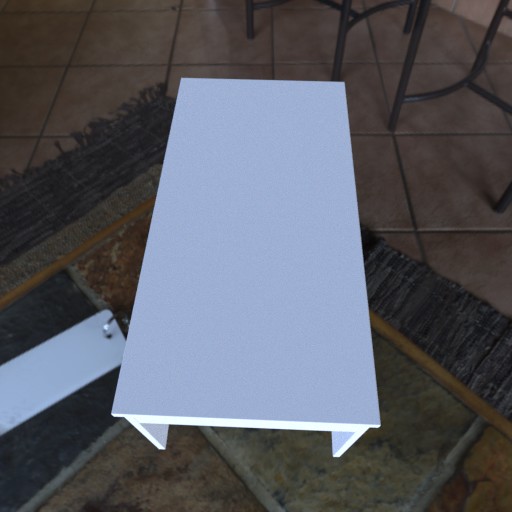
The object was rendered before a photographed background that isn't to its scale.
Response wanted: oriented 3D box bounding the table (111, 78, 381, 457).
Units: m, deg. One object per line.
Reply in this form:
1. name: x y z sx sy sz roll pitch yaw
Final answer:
1. table: 0.000 0.000 1.273 0.500 0.440 1.000 2 58 1
